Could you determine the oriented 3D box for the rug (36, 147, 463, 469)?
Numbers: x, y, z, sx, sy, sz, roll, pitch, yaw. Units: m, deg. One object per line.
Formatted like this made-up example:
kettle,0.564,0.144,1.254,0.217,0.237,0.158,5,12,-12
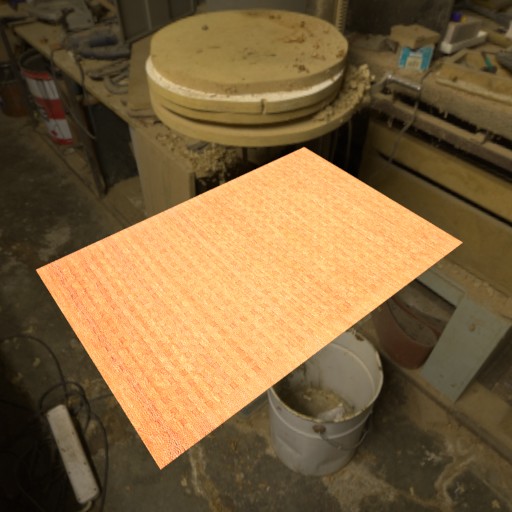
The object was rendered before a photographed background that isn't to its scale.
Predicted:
rug,0.000,0.000,2.847,2.285,0.006,1.524,-30,52,-26
